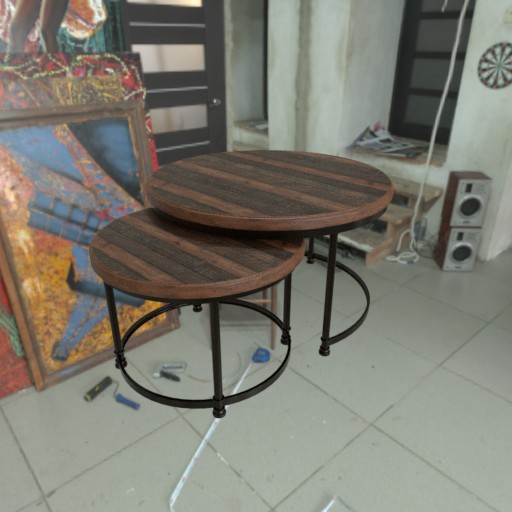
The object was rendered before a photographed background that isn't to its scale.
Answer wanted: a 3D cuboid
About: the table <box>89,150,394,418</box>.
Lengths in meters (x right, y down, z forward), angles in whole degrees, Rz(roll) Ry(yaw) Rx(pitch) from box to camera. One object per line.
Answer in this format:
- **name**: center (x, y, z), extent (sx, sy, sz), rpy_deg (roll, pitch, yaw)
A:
- **table**: center (0.000, 0.000, 1.588), extent (0.870, 0.516, 1.152), rpy_deg (8, 27, 17)
